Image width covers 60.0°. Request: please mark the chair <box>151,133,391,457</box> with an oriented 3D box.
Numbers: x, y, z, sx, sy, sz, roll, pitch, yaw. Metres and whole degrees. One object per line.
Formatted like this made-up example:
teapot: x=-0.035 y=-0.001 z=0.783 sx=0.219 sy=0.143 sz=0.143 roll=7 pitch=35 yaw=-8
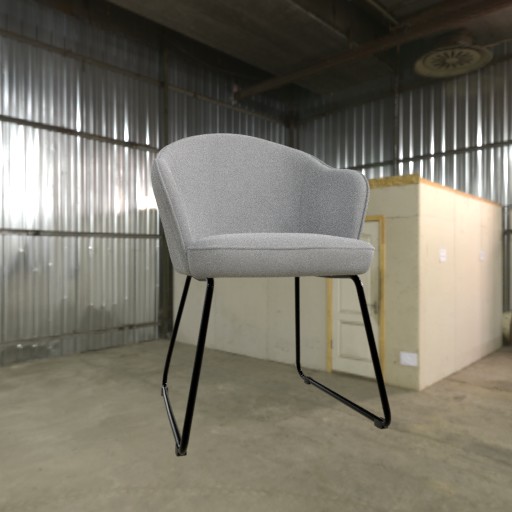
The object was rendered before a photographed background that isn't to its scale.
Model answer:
chair: x=0.000 y=0.000 z=1.227 sx=0.570 sy=0.817 sz=0.592 roll=0 pitch=1 yaw=-18
